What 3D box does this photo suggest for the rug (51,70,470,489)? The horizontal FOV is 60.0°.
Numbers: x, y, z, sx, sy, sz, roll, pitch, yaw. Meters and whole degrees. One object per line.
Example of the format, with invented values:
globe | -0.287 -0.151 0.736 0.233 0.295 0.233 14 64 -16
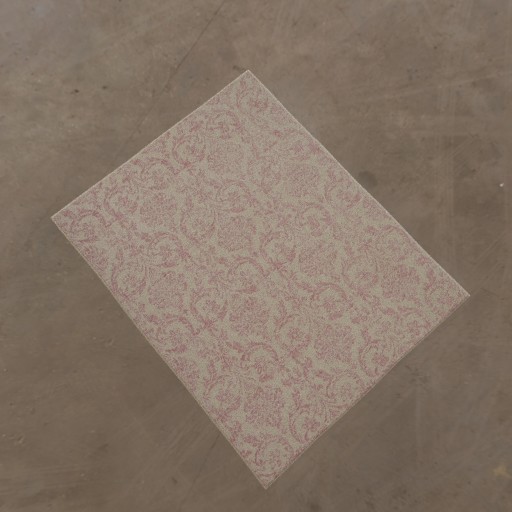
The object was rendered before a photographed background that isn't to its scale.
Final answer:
rug | 0.000 0.000 3.945 2.363 0.012 2.980 -40 80 -9
